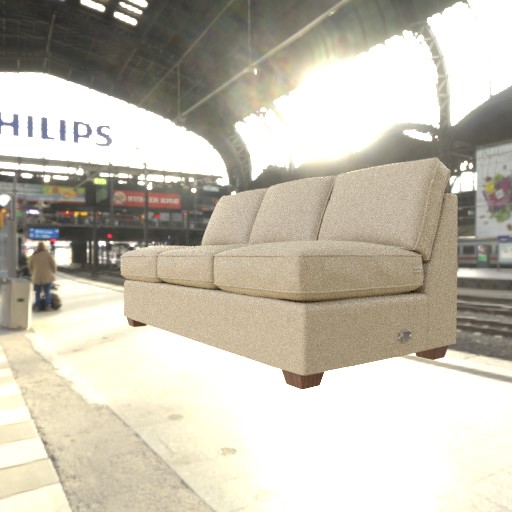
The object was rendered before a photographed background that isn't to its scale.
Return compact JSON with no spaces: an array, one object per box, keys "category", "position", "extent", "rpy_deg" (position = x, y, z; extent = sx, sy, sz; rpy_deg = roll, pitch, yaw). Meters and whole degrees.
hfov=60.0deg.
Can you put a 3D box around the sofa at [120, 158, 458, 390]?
[{"category":"sofa","position":[0.000,0.000,2.631],"extent":[1.027,0.973,1.962],"rpy_deg":[0,0,-35]}]
